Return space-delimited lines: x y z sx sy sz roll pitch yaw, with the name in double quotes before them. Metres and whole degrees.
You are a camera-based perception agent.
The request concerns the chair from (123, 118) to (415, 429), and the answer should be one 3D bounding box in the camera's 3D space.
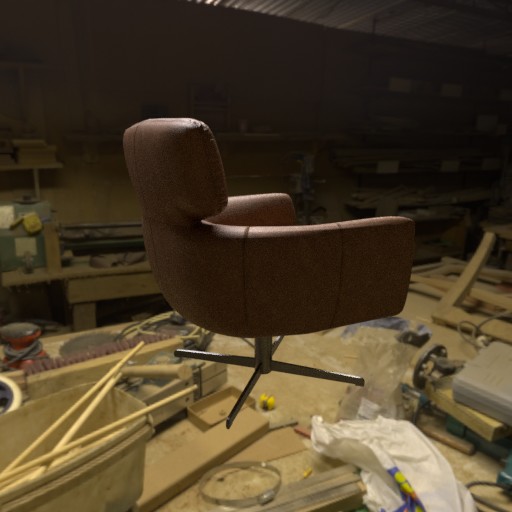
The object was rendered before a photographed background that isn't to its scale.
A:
"chair" 0.000 0.000 1.396 0.715 0.812 0.706 -7 16 -26
